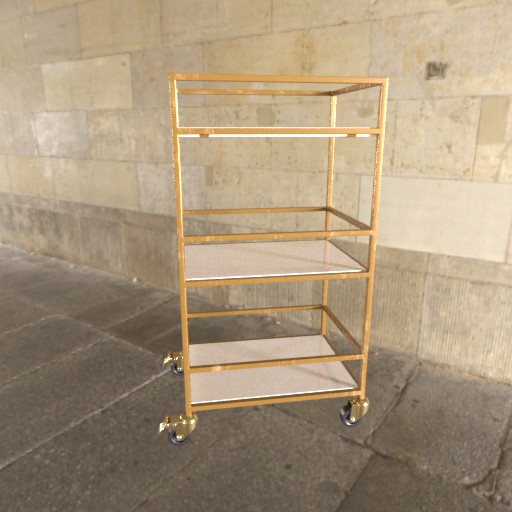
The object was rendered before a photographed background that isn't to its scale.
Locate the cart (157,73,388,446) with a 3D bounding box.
[{"bbox_3d":[0.000,0.000,1.045,0.483,0.761,0.332,-3,16,-9],"label":"cart"}]
